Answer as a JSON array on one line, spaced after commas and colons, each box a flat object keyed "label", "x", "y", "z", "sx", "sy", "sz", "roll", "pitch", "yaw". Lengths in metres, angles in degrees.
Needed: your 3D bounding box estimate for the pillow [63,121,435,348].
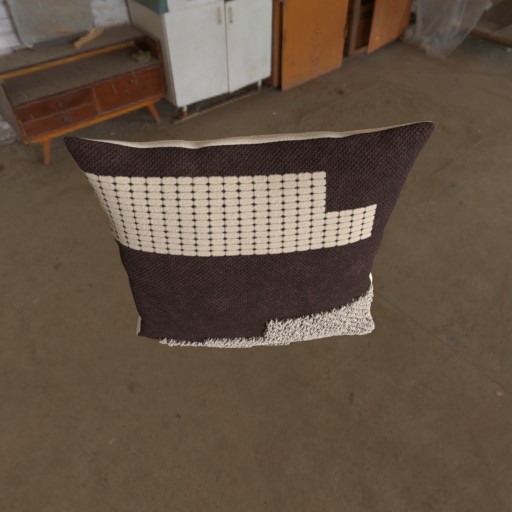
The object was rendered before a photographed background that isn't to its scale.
[{"label": "pillow", "x": 0.000, "y": 0.000, "z": 0.725, "sx": 0.475, "sy": 0.473, "sz": 0.178, "roll": -3, "pitch": 46, "yaw": -3}]
